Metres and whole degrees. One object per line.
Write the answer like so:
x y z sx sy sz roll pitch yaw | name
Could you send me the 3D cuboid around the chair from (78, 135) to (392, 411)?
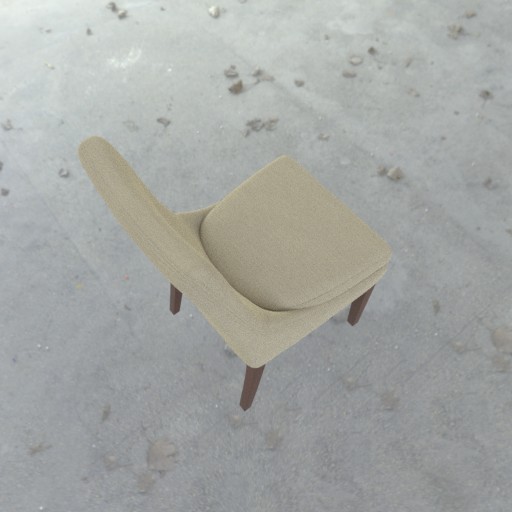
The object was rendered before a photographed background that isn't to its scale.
0.000 0.000 1.286 0.638 0.940 0.515 -33 64 -19 | chair
